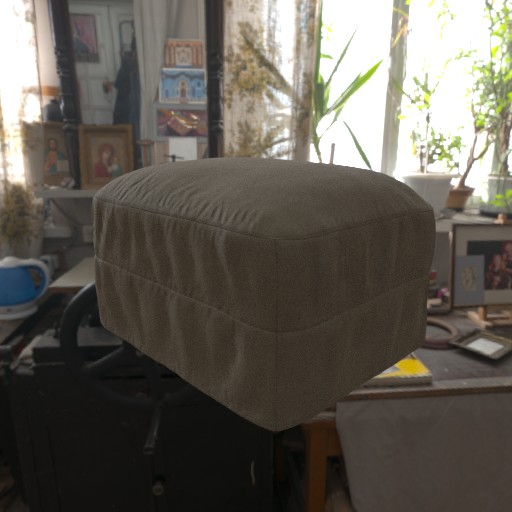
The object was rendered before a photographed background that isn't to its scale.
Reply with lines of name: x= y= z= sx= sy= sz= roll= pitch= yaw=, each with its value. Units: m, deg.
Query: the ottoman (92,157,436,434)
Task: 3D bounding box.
ottoman: x=0.000 y=0.000 z=1.111 sx=0.584 sy=0.480 sz=0.712 roll=-15 pitch=21 yaw=-43
